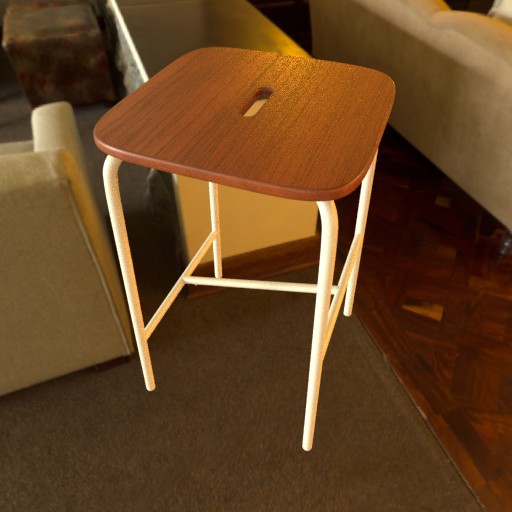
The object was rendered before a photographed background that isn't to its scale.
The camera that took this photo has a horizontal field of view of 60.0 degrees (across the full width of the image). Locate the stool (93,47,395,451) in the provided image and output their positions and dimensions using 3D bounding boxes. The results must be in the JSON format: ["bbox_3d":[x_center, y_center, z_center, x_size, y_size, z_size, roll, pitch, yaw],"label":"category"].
[{"bbox_3d":[0.000,0.000,0.835,0.376,0.610,0.376,15,47,15],"label":"stool"}]
